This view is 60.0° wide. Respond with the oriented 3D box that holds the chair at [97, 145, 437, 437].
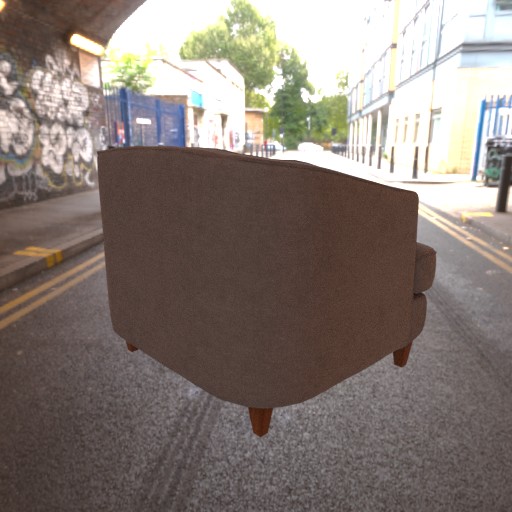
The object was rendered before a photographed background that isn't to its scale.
[{"bbox_3d":[0.000,0.000,1.758,0.941,0.852,1.104,-14,20,-42],"label":"chair"}]
